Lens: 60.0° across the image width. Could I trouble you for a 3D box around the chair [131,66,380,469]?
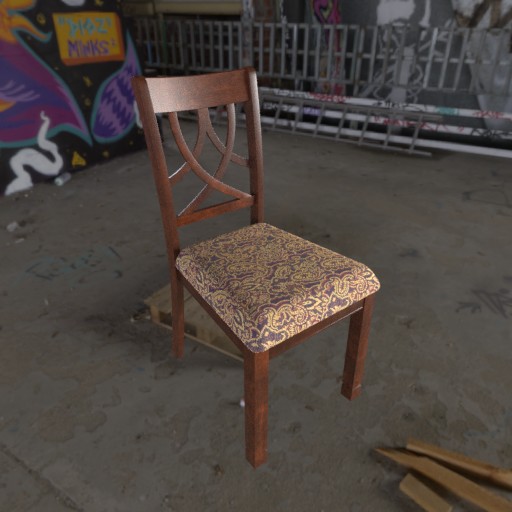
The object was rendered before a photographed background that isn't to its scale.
[{"bbox_3d":[0.000,0.000,1.305,0.457,0.965,0.584,-21,35,-33],"label":"chair"}]
